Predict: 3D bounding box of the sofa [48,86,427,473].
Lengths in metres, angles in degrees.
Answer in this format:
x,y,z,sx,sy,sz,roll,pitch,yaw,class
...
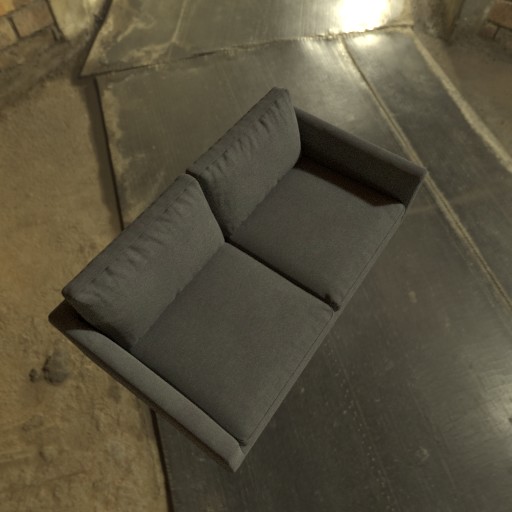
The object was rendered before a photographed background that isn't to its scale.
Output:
x,y,z,sx,sy,sz,roll,pitch,yaw,class
0.000,0.000,2.488,1.091,0.845,1.909,32,64,17,sofa
